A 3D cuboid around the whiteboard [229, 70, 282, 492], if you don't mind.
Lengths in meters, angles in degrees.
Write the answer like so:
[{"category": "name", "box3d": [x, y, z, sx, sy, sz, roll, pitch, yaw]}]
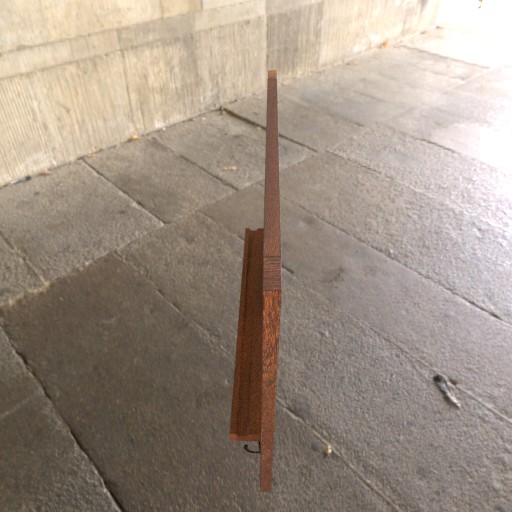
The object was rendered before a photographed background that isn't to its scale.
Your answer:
[{"category": "whiteboard", "box3d": [0.000, 0.000, 0.994, 0.083, 0.559, 0.783, 1, 40, 1]}]
